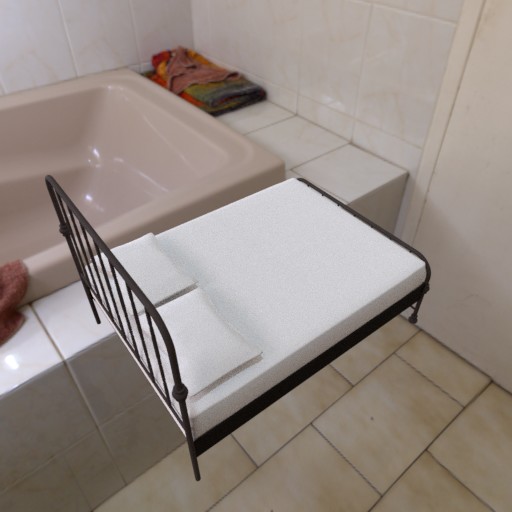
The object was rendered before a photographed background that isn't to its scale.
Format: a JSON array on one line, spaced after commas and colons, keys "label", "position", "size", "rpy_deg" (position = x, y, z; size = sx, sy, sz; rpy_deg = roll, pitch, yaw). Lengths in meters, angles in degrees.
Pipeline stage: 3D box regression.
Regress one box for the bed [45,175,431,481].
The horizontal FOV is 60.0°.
[{"label": "bed", "position": [0.000, 0.000, 3.153], "size": [2.134, 1.446, 1.616], "rpy_deg": [-27, 48, -27]}]
